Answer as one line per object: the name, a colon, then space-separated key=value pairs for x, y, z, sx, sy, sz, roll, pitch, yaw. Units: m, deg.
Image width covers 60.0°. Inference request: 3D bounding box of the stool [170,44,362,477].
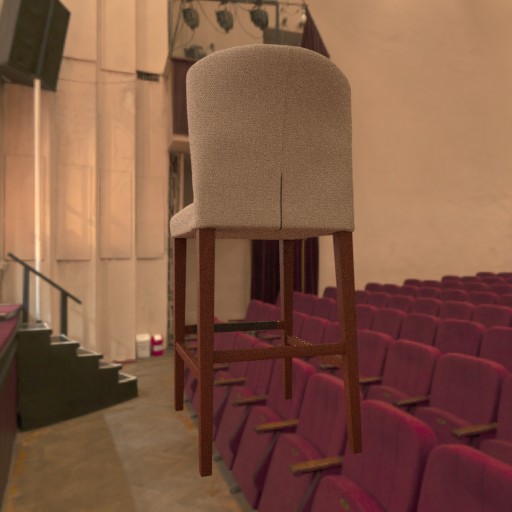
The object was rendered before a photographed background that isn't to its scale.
stool: x=0.000 y=0.000 z=1.380 sx=0.481 sy=1.069 sz=0.568 roll=0 pitch=0 yaw=-18
